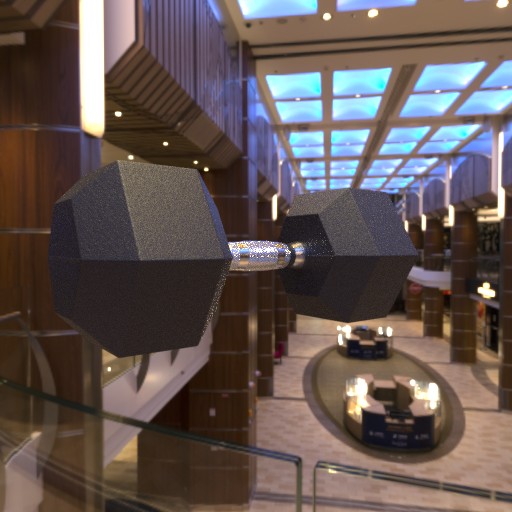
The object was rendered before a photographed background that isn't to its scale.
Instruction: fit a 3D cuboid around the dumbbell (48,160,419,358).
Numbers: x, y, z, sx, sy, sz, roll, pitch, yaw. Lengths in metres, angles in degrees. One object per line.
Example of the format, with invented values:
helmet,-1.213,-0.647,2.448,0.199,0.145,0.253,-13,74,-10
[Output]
dumbbell,0.000,0.000,0.466,0.384,0.150,0.173,-1,2,-37
